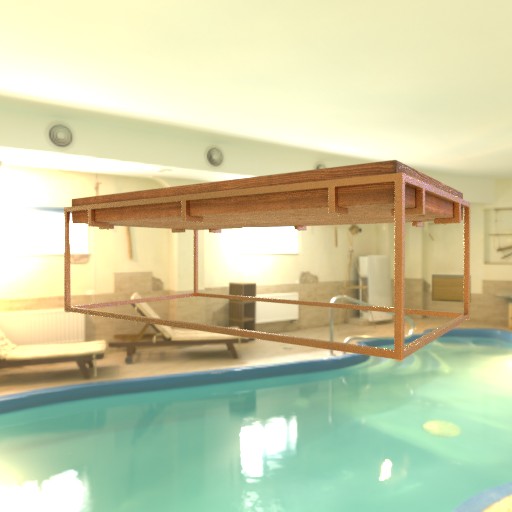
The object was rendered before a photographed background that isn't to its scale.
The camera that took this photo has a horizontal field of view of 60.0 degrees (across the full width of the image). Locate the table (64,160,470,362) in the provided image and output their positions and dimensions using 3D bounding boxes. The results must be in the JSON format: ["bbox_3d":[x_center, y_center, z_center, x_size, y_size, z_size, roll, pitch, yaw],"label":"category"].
[{"bbox_3d":[0.000,0.000,1.726,1.387,0.468,0.775,0,1,36],"label":"table"}]
